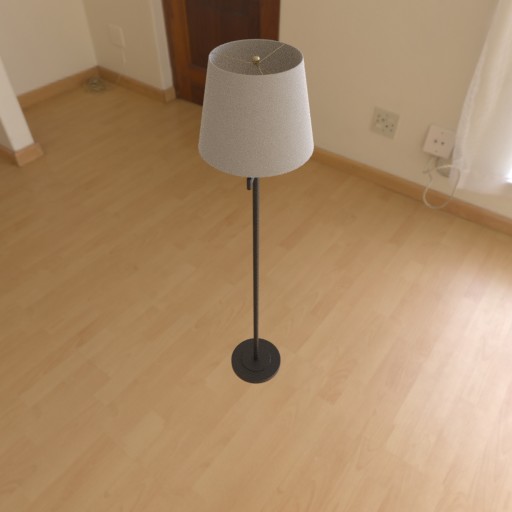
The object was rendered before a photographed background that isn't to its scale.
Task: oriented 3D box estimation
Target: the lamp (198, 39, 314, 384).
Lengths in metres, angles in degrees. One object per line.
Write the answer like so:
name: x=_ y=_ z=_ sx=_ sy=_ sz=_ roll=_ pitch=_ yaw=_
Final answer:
lamp: x=0.000 y=0.000 z=1.677 sx=0.348 sy=1.473 sz=0.348 roll=9 pitch=45 yaw=8
